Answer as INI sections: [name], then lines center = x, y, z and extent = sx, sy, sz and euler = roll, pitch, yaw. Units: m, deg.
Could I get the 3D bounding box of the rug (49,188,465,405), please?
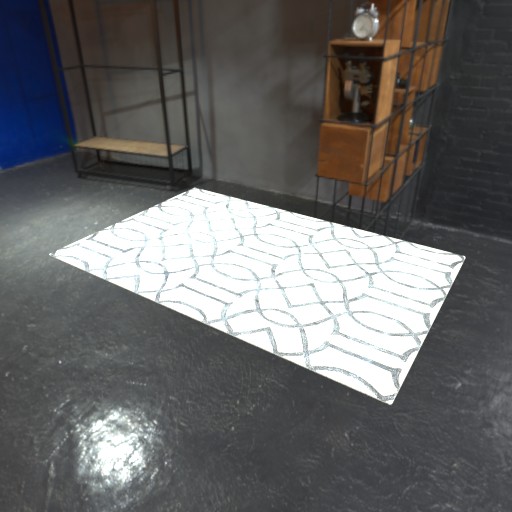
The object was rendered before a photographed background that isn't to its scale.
[rug]
center = 0.000, 0.000, 2.986
extent = 2.365, 0.017, 1.521
euler = 18, 34, 29
